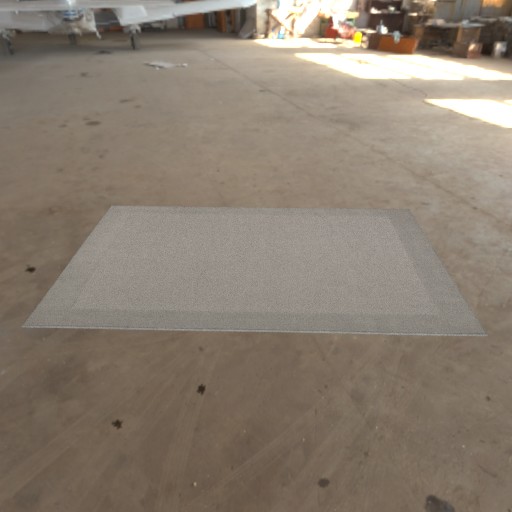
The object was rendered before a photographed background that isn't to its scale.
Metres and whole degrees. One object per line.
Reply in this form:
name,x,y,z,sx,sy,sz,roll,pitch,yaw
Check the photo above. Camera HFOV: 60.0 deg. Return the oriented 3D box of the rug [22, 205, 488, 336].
rug,0.000,0.000,2.966,2.438,0.014,1.524,1,31,1
